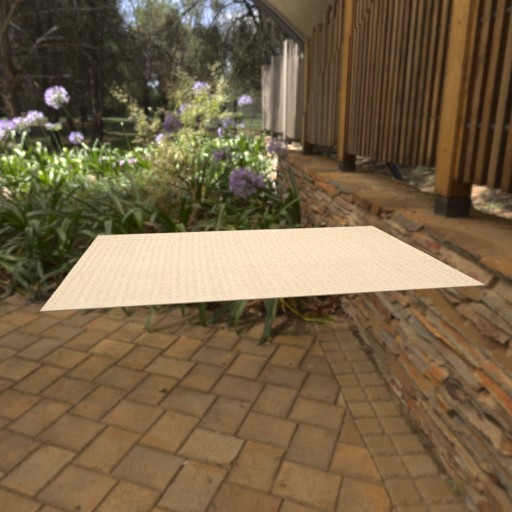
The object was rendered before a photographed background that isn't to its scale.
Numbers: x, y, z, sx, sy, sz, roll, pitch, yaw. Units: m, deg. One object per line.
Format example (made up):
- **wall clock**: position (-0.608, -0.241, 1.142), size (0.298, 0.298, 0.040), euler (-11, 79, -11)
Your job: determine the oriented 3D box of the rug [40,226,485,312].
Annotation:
- **rug**: position (0.000, 0.000, 2.956), size (2.289, 0.006, 1.523), euler (-3, 16, -9)
